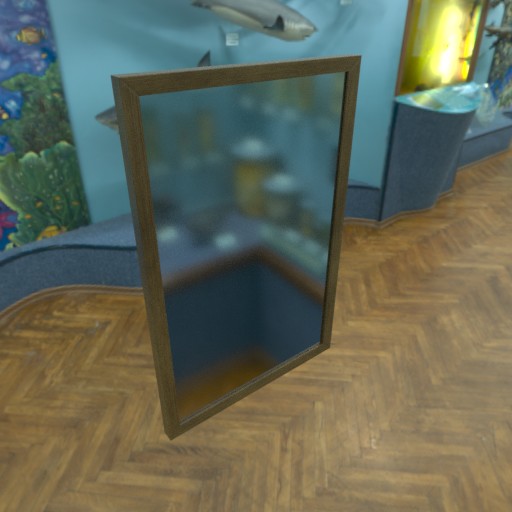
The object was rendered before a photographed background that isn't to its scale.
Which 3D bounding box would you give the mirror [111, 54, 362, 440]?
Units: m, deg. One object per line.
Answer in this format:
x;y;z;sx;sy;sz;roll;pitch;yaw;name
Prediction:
0.000;0.000;1.140;0.609;0.915;0.040;-21;36;-32;mirror
